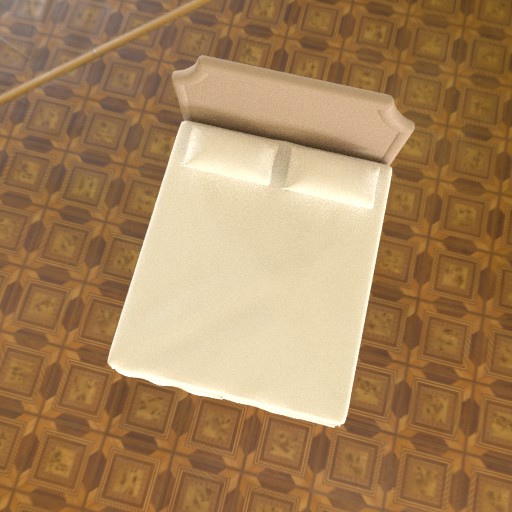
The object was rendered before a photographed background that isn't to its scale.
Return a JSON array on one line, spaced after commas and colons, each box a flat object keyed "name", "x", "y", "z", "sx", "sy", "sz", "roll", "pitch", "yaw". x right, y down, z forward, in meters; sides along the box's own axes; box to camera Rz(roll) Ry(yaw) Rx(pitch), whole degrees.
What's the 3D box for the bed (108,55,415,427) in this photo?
[{"name": "bed", "x": 0.000, "y": 0.000, "z": 4.094, "sx": 2.350, "sy": 1.590, "sz": 2.773, "roll": 13, "pitch": 77, "yaw": 3}]
